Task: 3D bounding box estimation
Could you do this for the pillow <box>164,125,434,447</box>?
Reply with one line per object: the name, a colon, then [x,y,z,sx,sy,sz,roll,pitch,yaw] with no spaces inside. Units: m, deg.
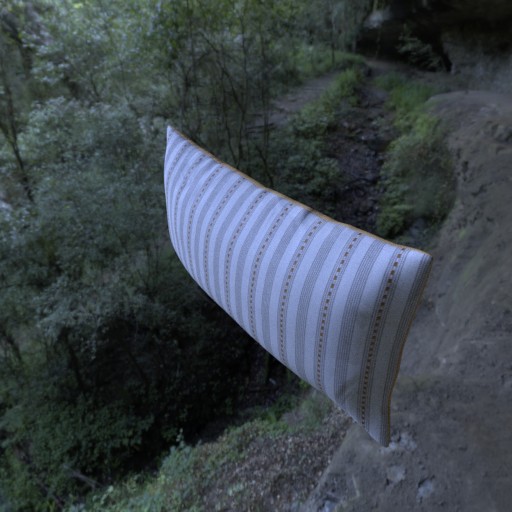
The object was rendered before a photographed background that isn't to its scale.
pillow: [0.000,0.000,0.723,0.151,0.291,0.608,-20,36,-29]
